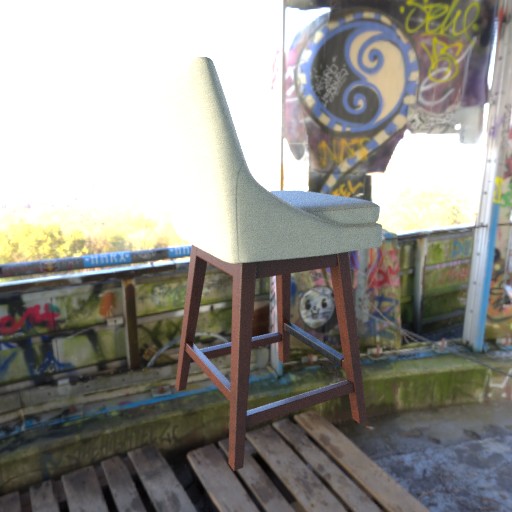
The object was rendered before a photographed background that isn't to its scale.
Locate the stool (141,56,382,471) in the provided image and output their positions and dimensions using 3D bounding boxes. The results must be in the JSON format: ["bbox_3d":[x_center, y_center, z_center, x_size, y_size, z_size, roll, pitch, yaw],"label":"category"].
[{"bbox_3d":[0.000,0.000,1.304,0.559,0.991,0.469,-7,16,-28],"label":"stool"}]
